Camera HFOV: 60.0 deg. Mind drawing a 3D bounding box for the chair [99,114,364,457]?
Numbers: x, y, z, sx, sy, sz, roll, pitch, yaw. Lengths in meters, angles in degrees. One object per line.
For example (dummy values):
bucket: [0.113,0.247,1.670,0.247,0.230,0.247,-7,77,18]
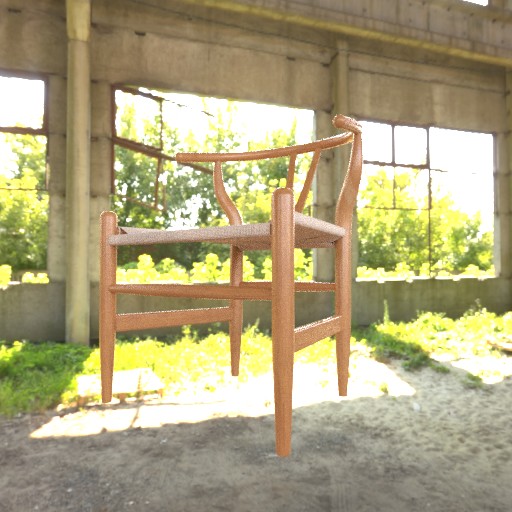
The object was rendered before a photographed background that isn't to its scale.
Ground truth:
chair: [0.000,0.000,1.172,0.569,0.730,0.579,-1,-2,37]
